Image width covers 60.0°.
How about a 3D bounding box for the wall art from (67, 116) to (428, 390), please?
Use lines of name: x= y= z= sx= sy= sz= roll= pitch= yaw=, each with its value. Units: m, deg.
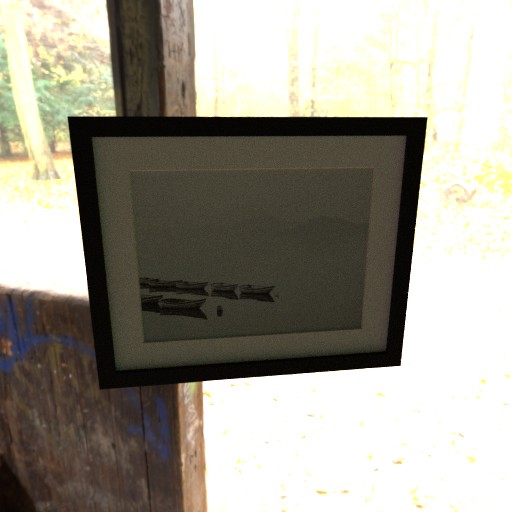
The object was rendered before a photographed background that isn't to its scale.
wall art: x=0.000 y=0.000 z=0.757 sx=0.554 sy=0.454 sz=0.030 roll=-2 pitch=17 yaw=-8
